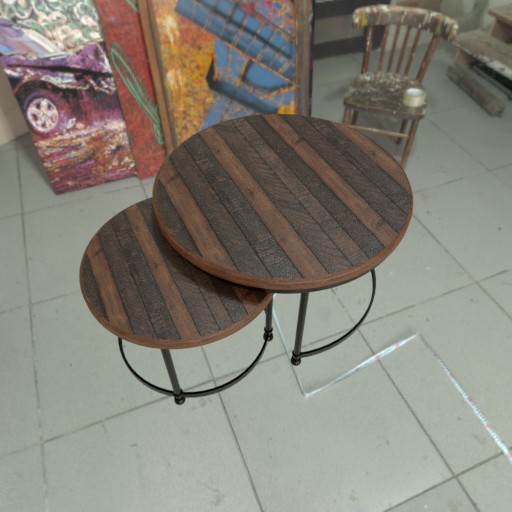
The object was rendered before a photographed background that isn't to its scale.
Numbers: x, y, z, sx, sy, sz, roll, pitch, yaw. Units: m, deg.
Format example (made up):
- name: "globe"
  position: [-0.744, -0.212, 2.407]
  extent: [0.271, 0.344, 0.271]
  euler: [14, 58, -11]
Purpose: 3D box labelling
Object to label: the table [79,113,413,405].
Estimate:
- name: "table"
  position: [0.000, 0.000, 1.617]
  extent: [0.870, 0.516, 1.152]
  euler: [31, 55, 24]
